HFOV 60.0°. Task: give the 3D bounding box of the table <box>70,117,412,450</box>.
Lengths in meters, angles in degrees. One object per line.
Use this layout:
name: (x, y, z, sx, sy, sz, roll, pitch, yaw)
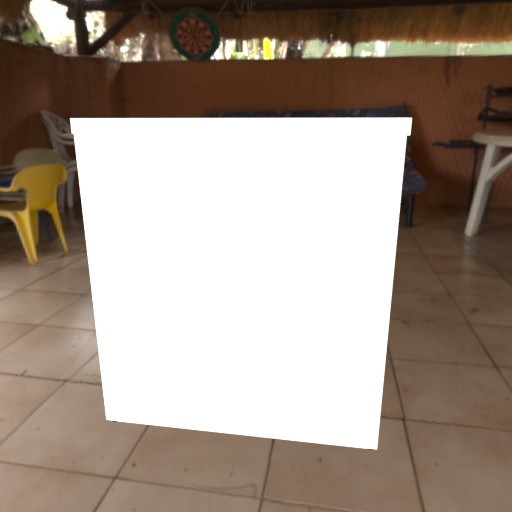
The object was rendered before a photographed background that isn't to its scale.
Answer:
table: (0.000, 0.000, 0.780, 0.420, 0.460, 0.380, 3, 17, 9)
